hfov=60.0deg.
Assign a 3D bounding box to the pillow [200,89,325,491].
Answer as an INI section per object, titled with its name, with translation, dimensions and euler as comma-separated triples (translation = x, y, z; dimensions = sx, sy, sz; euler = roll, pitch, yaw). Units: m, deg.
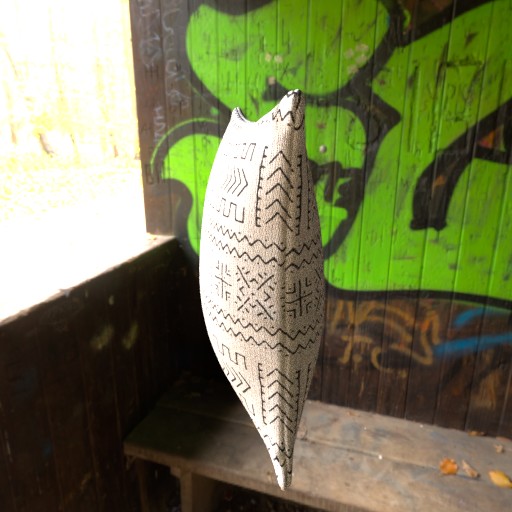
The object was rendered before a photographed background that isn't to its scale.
[pillow]
translation = 0.000, 0.000, 0.645
dimensions = 0.164, 0.430, 0.438
euler = -3, 17, -9
